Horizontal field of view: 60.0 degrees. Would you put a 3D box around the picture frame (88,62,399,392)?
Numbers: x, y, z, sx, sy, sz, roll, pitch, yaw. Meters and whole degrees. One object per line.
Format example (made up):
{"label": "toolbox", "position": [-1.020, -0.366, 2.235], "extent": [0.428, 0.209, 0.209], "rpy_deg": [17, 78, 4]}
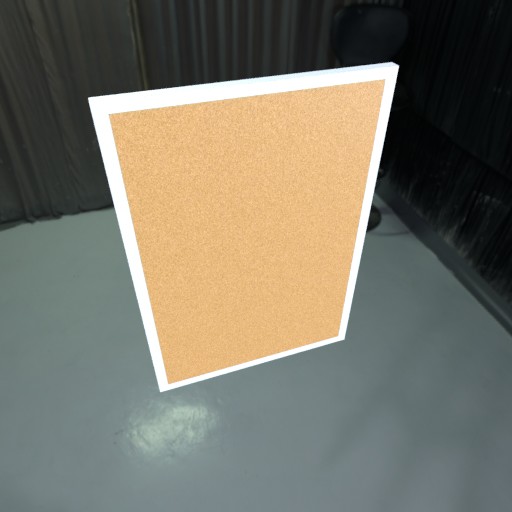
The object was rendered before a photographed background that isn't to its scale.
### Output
{"label": "picture frame", "position": [0.000, 0.000, 0.559], "extent": [0.305, 0.434, 0.013], "rpy_deg": [-13, 42, -14]}
